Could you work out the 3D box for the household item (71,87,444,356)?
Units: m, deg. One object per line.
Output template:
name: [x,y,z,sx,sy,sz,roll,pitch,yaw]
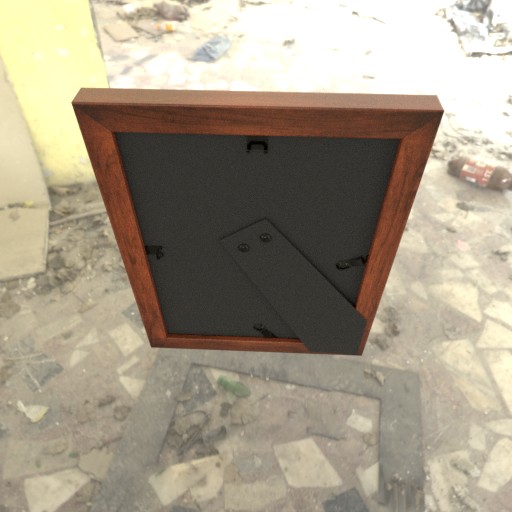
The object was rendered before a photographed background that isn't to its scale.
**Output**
household item: [0.000,0.000,0.334,0.200,0.250,0.020,2,47,2]
